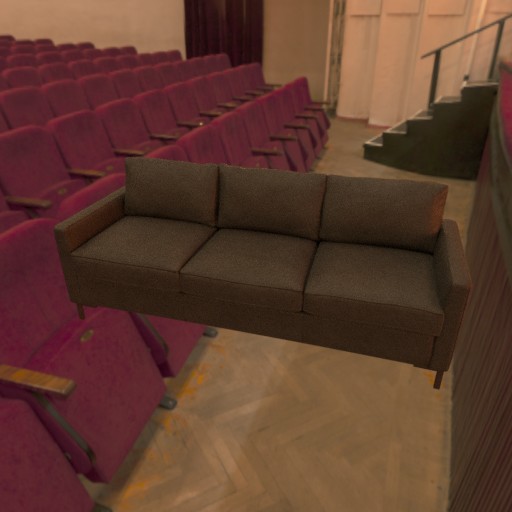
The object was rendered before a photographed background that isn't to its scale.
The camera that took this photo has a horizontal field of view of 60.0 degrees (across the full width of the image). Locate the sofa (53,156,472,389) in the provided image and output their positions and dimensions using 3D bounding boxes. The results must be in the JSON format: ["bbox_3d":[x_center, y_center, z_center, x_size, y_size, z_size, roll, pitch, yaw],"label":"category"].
[{"bbox_3d":[0.000,0.000,2.372,2.029,0.805,0.748,8,29,15],"label":"sofa"}]
